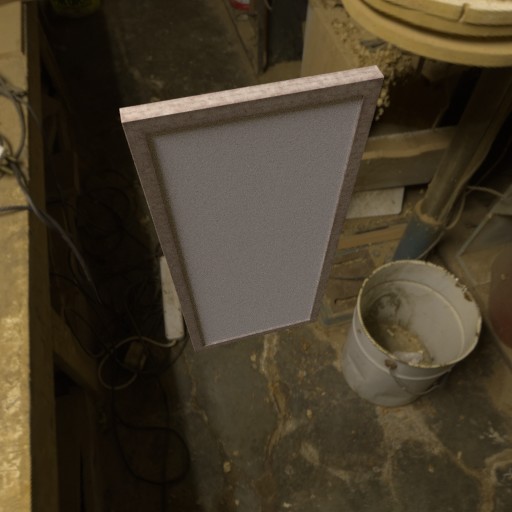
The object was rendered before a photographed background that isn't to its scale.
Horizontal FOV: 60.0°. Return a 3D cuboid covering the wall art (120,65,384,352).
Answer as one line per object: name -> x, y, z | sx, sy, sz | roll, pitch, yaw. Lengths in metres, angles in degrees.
wall art -> 0.000, 0.000, 1.683 | 0.648, 1.461, 0.051 | -13, 58, -8
